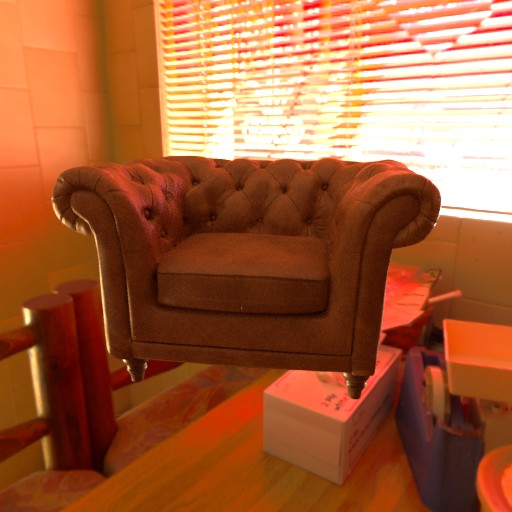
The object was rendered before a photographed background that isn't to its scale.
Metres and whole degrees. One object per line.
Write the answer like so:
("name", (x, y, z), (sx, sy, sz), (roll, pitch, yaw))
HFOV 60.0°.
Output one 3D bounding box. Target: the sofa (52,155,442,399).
("sofa", (0.000, 0.000, 2.047), (1.405, 0.878, 1.033), (2, 16, 8))
